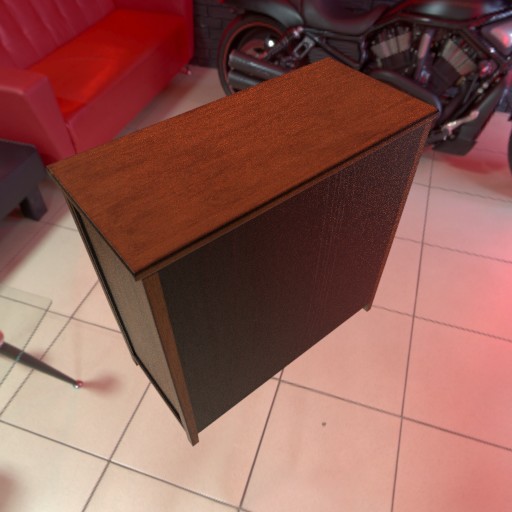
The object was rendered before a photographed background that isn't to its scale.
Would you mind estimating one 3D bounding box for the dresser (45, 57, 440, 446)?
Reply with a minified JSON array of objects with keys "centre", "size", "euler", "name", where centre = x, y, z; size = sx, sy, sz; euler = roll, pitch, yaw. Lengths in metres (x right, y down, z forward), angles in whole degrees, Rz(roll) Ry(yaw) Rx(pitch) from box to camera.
[{"centre":[0.000,0.000,1.951],"size":[1.250,1.224,0.591],"euler":[-31,55,-25],"name":"dresser"}]
